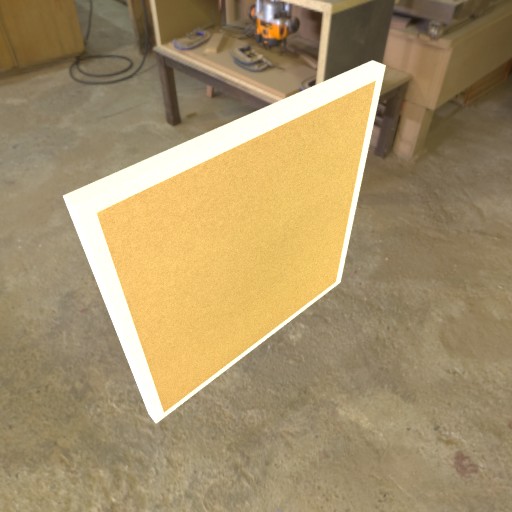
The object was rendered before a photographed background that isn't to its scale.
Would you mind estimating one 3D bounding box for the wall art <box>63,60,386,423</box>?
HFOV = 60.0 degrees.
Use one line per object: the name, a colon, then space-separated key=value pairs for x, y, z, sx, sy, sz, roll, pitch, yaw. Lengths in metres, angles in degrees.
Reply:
wall art: x=0.000 y=0.000 z=1.122 sx=0.763 sy=0.761 sz=0.038 roll=-33 pitch=54 yaw=-28
